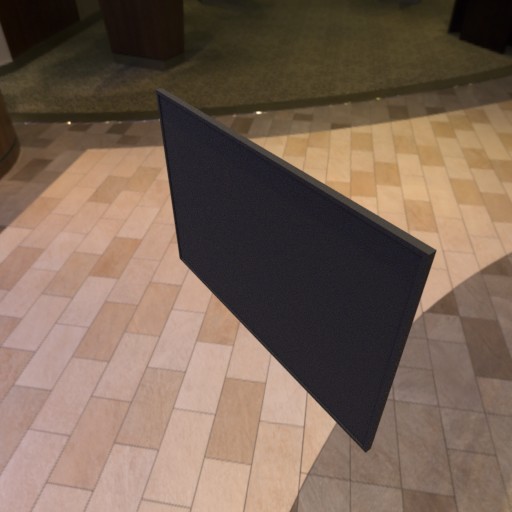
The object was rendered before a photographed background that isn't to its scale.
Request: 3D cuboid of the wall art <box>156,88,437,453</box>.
[{"bbox_3d":[0.000,0.000,1.511,0.028,0.805,1.190,-25,46,-27],"label":"wall art"}]
